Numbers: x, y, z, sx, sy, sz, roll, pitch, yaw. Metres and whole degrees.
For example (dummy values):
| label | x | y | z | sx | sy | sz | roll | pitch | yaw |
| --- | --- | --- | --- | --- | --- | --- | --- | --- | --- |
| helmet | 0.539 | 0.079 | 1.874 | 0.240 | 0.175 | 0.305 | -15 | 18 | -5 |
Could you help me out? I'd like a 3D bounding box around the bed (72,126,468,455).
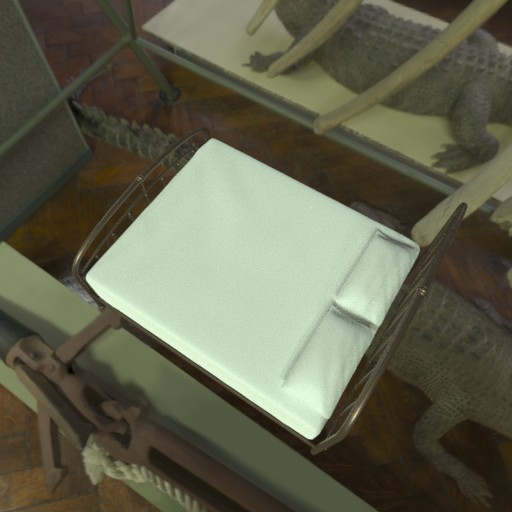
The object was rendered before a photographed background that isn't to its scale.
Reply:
| label | x | y | z | sx | sy | sz | roll | pitch | yaw |
| --- | --- | --- | --- | --- | --- | --- | --- | --- | --- |
| bed | 0.000 | 0.000 | 3.244 | 2.168 | 1.475 | 1.711 | 30 | 67 | 15 |
